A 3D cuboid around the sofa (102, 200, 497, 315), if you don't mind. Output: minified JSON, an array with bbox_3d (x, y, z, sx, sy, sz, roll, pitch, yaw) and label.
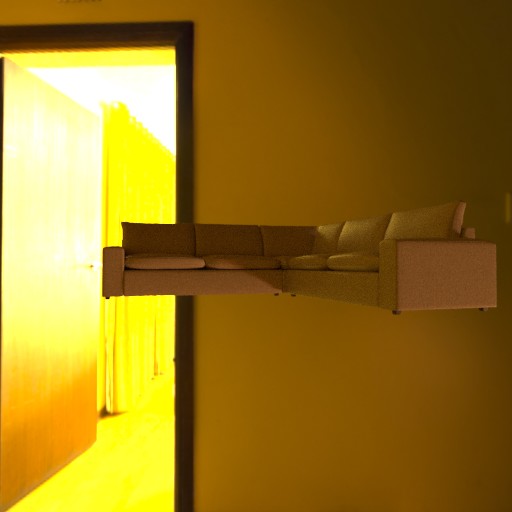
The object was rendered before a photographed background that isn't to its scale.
[{"bbox_3d":[0.000,0.000,3.972,2.622,0.800,2.742,0,-1,-18],"label":"sofa"}]
